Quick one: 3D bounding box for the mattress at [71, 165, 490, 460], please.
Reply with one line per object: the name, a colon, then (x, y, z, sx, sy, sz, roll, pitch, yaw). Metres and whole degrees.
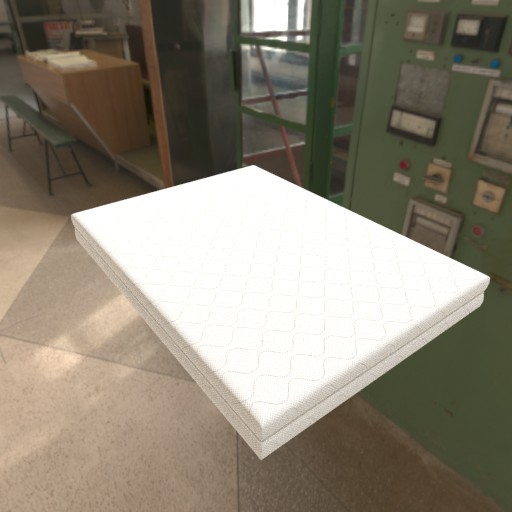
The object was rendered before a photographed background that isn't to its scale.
mattress: (0.000, 0.000, 2.456, 1.400, 0.200, 1.900, -22, 38, -31)
